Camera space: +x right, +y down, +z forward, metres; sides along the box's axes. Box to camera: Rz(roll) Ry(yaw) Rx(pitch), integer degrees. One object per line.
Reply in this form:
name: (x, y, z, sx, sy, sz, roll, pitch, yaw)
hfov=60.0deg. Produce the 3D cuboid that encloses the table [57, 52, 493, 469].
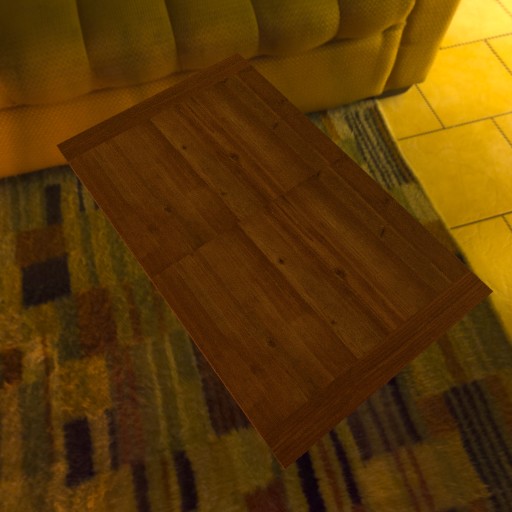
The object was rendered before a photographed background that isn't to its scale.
table: (0.000, 0.000, 2.008, 0.922, 0.743, 1.503, -34, 68, -16)
